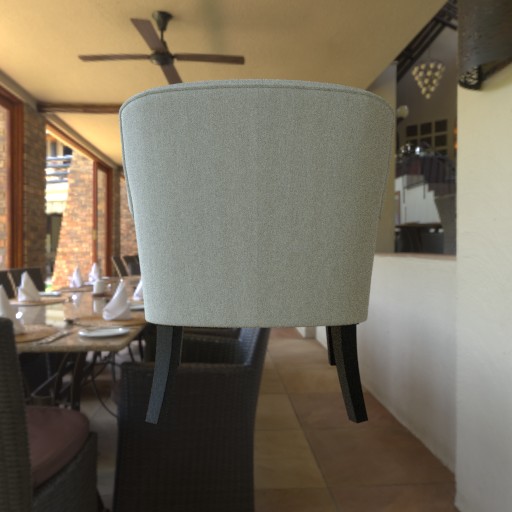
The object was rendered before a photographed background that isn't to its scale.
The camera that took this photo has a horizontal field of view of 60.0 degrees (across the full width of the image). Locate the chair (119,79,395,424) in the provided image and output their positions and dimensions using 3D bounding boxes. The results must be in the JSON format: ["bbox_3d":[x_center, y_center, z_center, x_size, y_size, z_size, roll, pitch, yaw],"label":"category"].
[{"bbox_3d":[0.000,0.000,1.440,0.781,0.875,0.750,0,1,-1],"label":"chair"}]
